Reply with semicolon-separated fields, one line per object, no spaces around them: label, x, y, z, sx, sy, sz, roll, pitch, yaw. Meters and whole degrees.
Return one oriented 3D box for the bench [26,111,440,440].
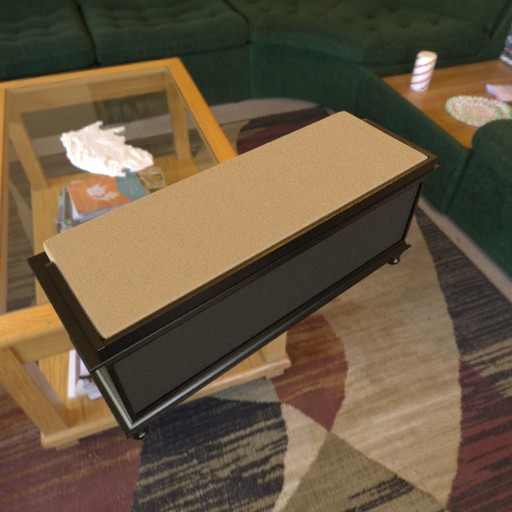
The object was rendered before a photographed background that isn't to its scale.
bench;0.000;0.000;1.426;1.185;0.501;0.402;-29;53;-25
